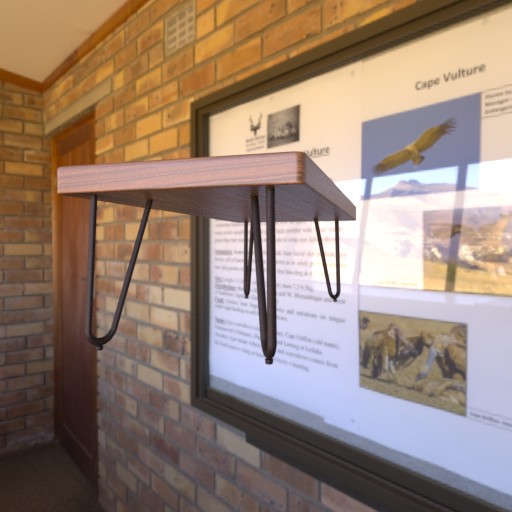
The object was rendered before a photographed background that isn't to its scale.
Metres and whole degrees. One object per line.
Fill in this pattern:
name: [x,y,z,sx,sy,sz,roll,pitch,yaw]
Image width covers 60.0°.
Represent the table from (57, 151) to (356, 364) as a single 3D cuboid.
table: [0.000,0.000,1.671,0.637,0.468,1.375,0,1,17]
